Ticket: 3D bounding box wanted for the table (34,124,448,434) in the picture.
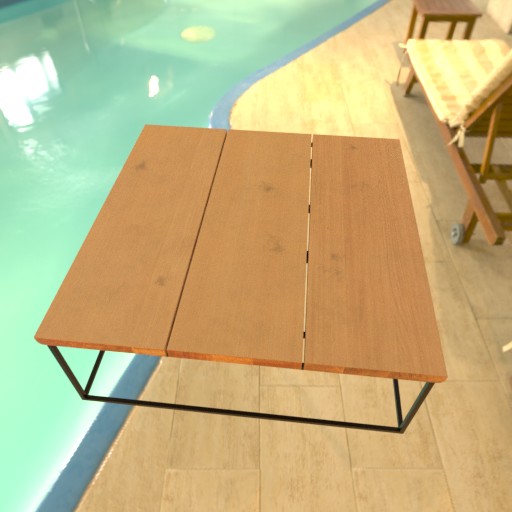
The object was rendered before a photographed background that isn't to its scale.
[{"bbox_3d":[0.000,0.000,1.685,1.100,0.400,1.100,5,47,4],"label":"table"}]
